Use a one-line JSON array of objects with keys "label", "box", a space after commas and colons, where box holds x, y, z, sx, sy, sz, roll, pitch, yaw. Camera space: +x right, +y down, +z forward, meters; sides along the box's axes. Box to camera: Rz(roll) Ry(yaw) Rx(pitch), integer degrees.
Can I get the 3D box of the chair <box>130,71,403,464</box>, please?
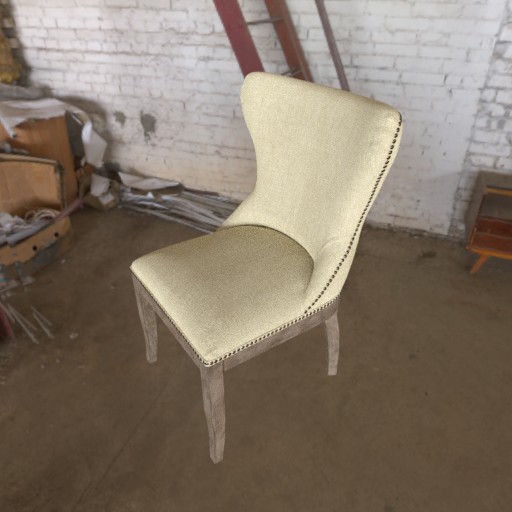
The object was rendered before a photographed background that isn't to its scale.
[{"label": "chair", "box": [0.000, 0.000, 1.441, 0.681, 1.002, 0.654, -20, 38, -28]}]
